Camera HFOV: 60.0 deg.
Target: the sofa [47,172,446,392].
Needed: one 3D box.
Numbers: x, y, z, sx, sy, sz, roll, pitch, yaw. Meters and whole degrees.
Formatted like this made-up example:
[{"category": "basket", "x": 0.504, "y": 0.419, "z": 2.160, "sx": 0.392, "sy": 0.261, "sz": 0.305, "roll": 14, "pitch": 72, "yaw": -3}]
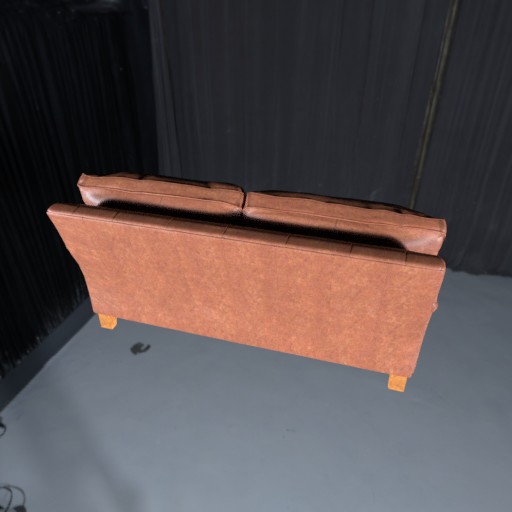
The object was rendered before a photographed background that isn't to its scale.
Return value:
[{"category": "sofa", "x": 0.000, "y": 0.000, "z": 2.832, "sx": 2.144, "sy": 1.071, "sz": 1.147, "roll": 9, "pitch": 33, "yaw": 14}]
